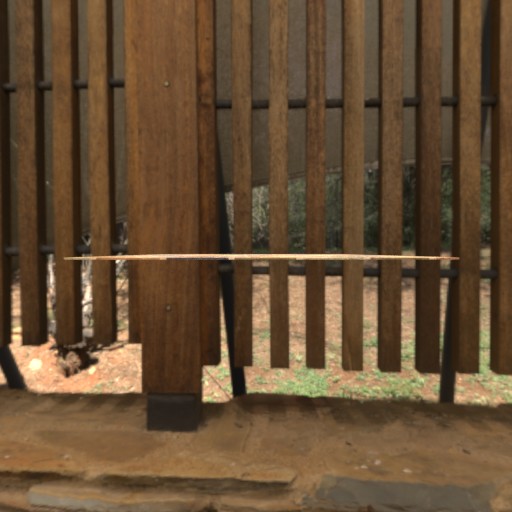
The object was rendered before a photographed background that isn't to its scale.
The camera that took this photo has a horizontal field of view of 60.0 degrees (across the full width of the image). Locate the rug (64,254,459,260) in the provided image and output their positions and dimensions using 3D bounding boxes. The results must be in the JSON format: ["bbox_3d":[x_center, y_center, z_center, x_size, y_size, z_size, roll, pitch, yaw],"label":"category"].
[{"bbox_3d":[0.000,0.000,4.298,2.439,0.013,3.200,0,1,-2],"label":"rug"}]
